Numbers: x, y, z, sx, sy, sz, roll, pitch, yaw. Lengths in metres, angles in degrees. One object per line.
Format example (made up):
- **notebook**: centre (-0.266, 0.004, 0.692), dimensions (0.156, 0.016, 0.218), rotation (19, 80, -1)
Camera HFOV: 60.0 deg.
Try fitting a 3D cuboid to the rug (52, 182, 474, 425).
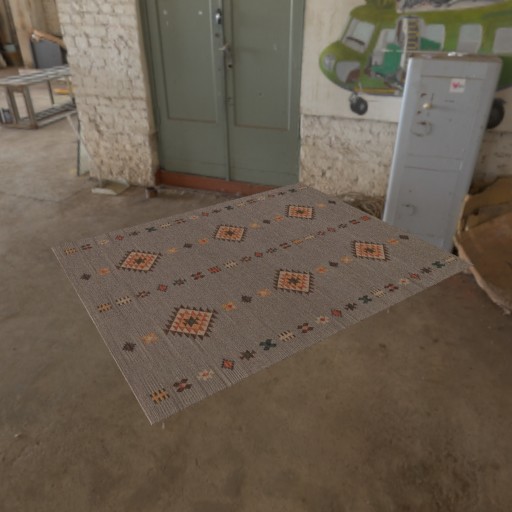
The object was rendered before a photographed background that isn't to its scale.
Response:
- **rug**: centre (0.000, 0.000, 4.063), dimensions (3.035, 0.008, 2.425), rotation (-19, 35, -29)
